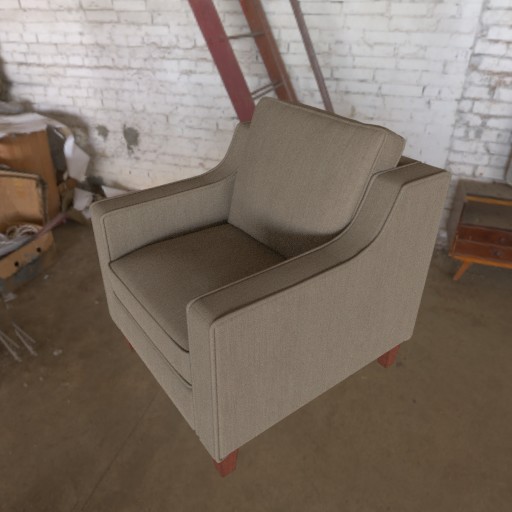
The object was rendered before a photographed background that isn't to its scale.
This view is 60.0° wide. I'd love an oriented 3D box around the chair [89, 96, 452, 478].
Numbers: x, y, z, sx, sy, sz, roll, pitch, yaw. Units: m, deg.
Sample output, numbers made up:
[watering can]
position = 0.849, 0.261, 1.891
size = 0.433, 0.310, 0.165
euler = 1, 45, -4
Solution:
[chair]
position = 0.000, 0.000, 1.597
size = 0.909, 0.960, 0.831
euler = -21, 37, -31
